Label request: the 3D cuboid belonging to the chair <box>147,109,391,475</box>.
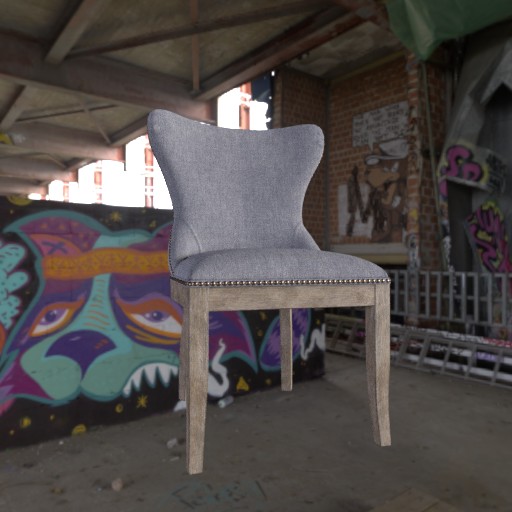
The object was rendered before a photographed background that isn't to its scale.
[{"bbox_3d":[0.000,0.000,1.410,0.654,1.002,0.681,0,-1,-18],"label":"chair"}]
